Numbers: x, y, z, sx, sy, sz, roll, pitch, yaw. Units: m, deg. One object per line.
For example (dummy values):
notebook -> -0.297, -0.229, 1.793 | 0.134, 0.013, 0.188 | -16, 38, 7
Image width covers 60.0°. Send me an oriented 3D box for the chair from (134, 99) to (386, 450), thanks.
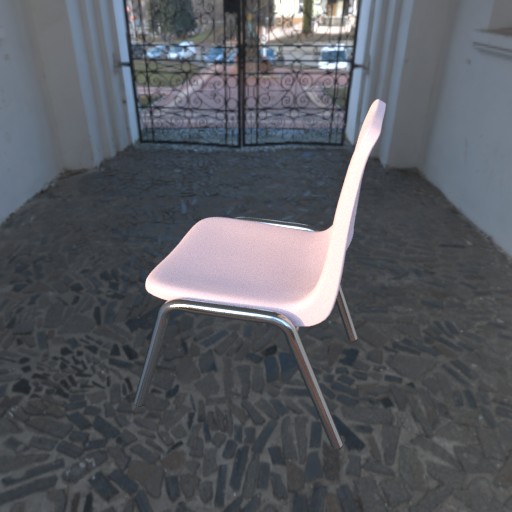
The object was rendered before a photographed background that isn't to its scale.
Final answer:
chair -> 0.000, 0.000, 0.852 | 0.423, 0.586, 0.354 | 8, 31, 14
